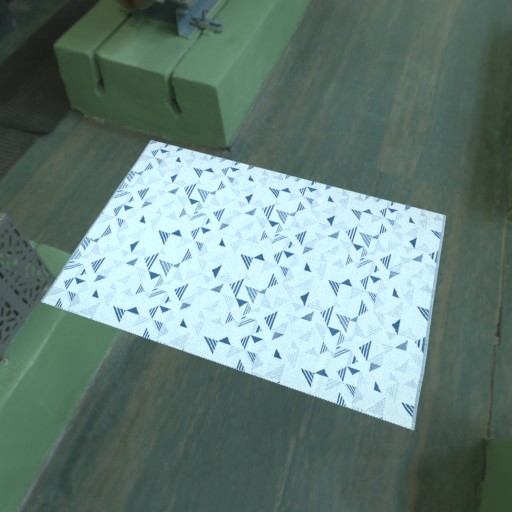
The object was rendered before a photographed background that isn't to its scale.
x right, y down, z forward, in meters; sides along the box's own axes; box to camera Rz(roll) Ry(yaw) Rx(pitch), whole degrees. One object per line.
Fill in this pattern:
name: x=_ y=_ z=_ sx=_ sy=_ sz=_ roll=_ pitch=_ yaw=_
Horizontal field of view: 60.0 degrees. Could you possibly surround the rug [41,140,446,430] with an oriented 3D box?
rug: x=0.000 y=0.000 z=2.328 sx=1.835 sy=0.003 sz=1.206 roll=16 pitch=59 yaw=10
